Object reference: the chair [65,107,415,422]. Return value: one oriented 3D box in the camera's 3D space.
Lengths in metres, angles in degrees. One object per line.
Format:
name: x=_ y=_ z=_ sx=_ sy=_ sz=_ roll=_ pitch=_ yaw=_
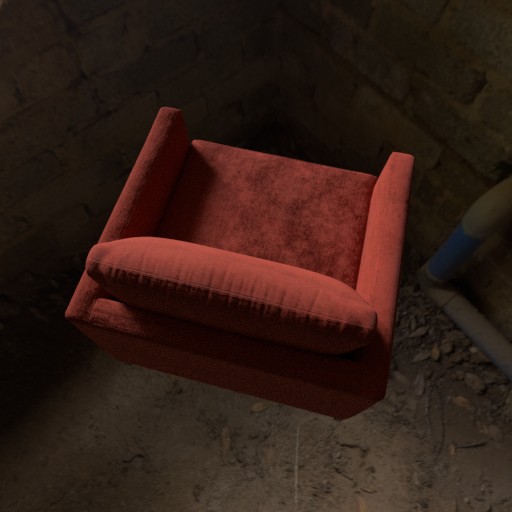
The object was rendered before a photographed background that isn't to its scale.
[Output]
chair: x=0.000 y=0.000 z=1.604 sx=0.964 sy=0.812 sz=0.875 roll=13 pitch=64 yaw=6
